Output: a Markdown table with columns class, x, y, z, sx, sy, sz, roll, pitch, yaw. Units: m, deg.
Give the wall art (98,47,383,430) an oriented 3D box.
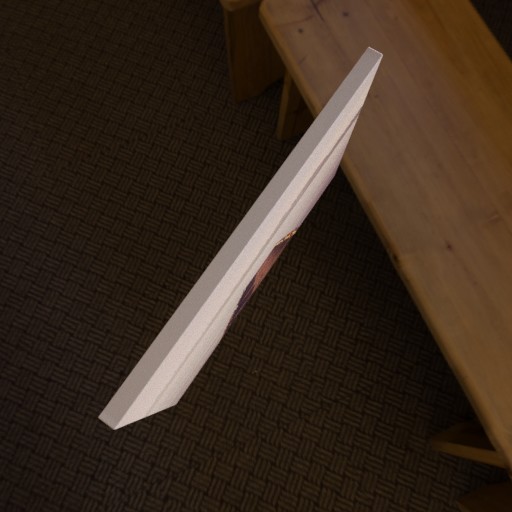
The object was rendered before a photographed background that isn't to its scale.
| class | x | y | z | sx | sy | sz | roll | pitch | yaw |
| --- | --- | --- | --- | --- | --- | --- | --- | --- | --- |
| wall art | 0.000 | 0.000 | 1.152 | 0.037 | 0.609 | 0.916 | 33 | 78 | 8 |
